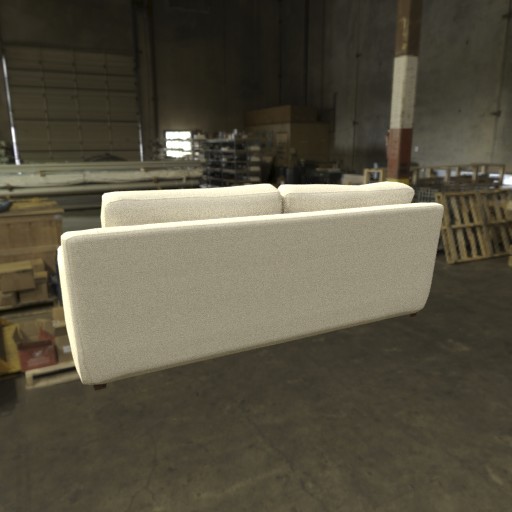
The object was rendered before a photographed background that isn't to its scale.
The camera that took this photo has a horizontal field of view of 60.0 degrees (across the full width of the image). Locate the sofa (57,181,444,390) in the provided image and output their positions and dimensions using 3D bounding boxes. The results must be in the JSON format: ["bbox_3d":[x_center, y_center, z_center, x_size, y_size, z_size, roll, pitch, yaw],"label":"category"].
[{"bbox_3d":[0.000,0.000,3.053,2.470,1.022,1.009,-7,16,-26],"label":"sofa"}]
